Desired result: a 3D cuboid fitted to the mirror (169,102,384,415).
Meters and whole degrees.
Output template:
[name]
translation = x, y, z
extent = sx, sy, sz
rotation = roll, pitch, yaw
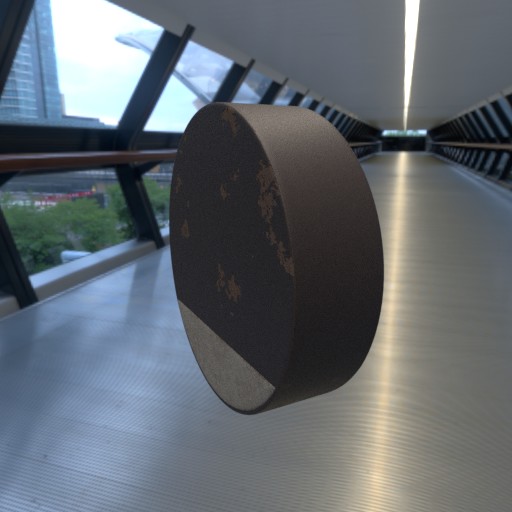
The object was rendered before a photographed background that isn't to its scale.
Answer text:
[mirror]
translation = 0.000, 0.000, 0.596
extent = 0.126, 0.386, 0.386
rotation = -7, 15, -27
